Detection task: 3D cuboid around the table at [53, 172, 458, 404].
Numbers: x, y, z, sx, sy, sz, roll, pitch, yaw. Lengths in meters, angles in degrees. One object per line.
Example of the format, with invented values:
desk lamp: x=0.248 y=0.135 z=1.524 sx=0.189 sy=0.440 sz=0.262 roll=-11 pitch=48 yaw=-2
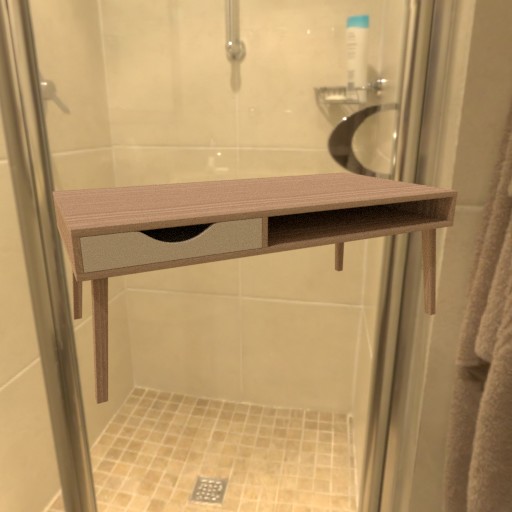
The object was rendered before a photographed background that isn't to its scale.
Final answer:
table: x=0.000 y=0.000 z=1.532 sx=1.200 sy=0.450 sz=0.600 roll=-9 pitch=19 yaw=-26
